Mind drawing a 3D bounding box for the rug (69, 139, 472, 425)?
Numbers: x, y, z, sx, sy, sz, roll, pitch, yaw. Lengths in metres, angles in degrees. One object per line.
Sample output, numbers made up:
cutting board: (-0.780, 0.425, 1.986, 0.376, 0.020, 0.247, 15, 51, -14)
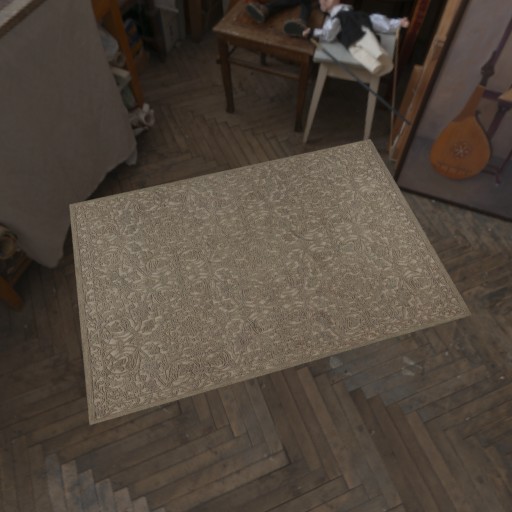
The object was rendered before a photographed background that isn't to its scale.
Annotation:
rug: (0.000, 0.000, 2.318, 1.827, 0.006, 1.221, -14, 60, -8)
